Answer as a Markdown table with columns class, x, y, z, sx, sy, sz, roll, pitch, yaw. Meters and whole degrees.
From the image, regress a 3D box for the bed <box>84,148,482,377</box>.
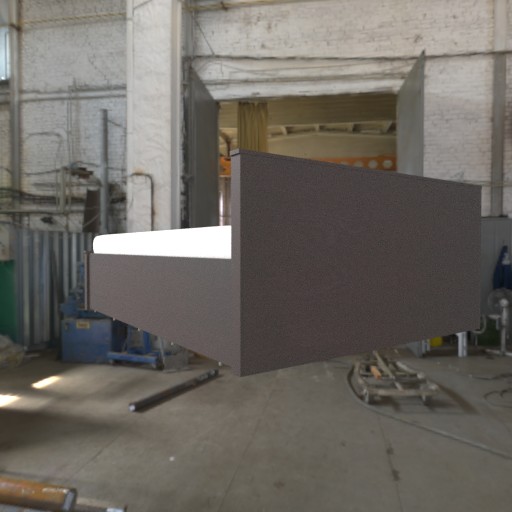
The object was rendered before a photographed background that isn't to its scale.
| class | x | y | z | sx | sy | sz | roll | pitch | yaw |
| --- | --- | --- | --- | --- | --- | --- | --- | --- | --- |
| bed | 0.000 | 0.000 | 2.891 | 1.634 | 0.808 | 2.103 | -1 | 1 | -35 |
